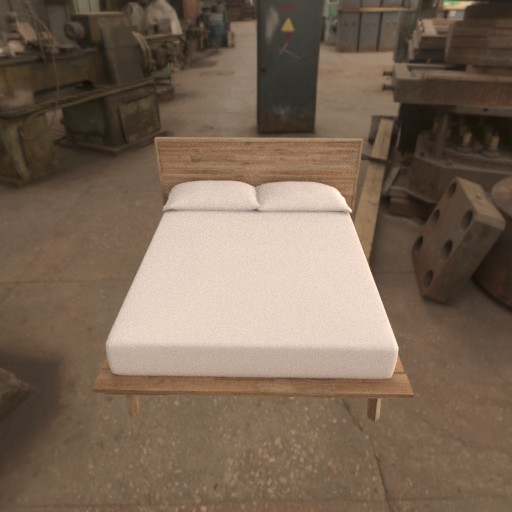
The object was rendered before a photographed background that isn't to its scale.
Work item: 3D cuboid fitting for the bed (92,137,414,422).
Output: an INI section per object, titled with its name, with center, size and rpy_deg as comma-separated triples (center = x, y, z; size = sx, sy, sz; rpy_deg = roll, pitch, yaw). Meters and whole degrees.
[bed]
center = 0.000, 0.000, 3.145
size = 1.759, 1.071, 2.145
rpy_deg = 1, 31, 1
